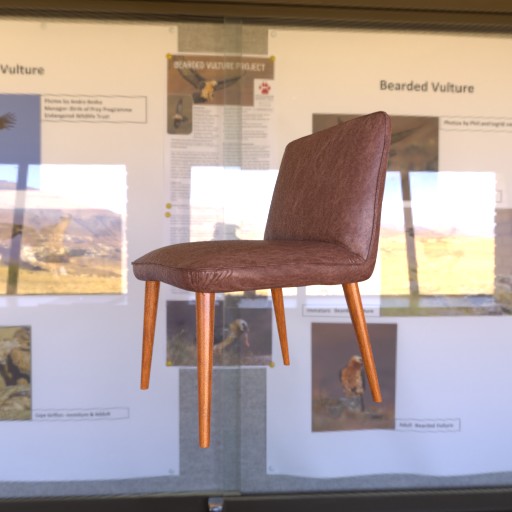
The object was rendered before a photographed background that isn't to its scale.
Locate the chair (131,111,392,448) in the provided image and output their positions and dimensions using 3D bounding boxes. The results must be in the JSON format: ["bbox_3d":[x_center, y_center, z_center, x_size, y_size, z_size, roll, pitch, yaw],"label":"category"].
[{"bbox_3d":[0.000,0.000,1.271,0.645,0.803,0.543,-1,1,-35],"label":"chair"}]
